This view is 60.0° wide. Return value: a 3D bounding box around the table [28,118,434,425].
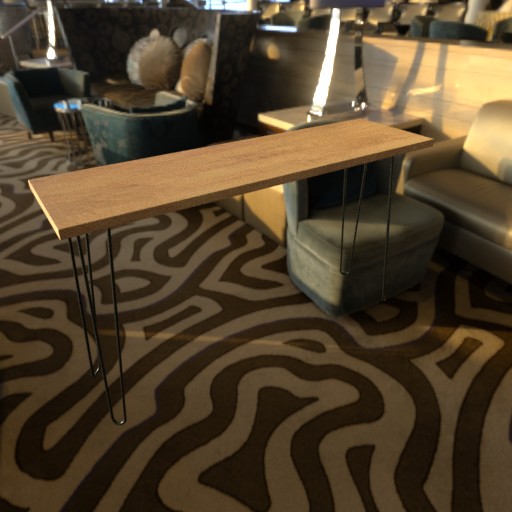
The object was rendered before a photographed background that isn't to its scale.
[{"bbox_3d":[0.000,0.000,1.740,1.400,0.799,0.399,-19,35,-28],"label":"table"}]
